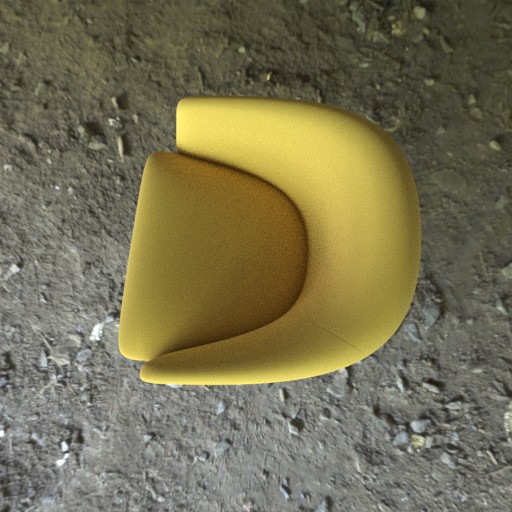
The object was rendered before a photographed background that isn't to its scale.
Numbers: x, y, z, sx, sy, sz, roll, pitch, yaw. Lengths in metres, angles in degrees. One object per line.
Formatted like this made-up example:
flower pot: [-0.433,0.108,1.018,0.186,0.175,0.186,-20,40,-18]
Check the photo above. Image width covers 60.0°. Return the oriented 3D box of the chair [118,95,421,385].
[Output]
chair: [0.000,0.000,1.337,0.767,0.698,0.773,4,73,1]
